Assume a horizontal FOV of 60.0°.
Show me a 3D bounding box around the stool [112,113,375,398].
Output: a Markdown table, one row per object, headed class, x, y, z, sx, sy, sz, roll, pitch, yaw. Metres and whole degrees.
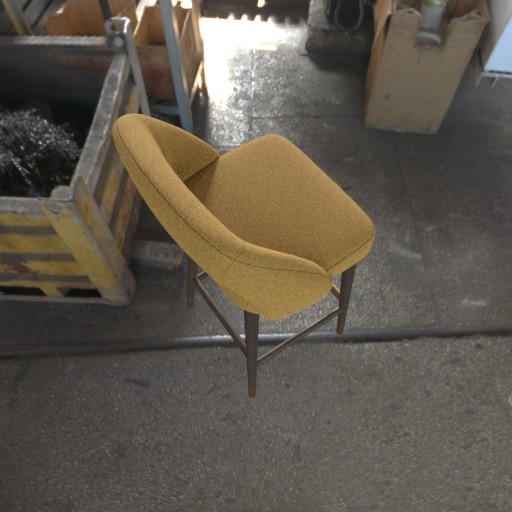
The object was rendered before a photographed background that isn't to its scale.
| class | x | y | z | sx | sy | sz | roll | pitch | yaw |
| --- | --- | --- | --- | --- | --- | --- | --- | --- | --- |
| stool | 0.000 | 0.000 | 1.320 | 0.522 | 1.032 | 0.536 | -31 | 64 | -18 |
